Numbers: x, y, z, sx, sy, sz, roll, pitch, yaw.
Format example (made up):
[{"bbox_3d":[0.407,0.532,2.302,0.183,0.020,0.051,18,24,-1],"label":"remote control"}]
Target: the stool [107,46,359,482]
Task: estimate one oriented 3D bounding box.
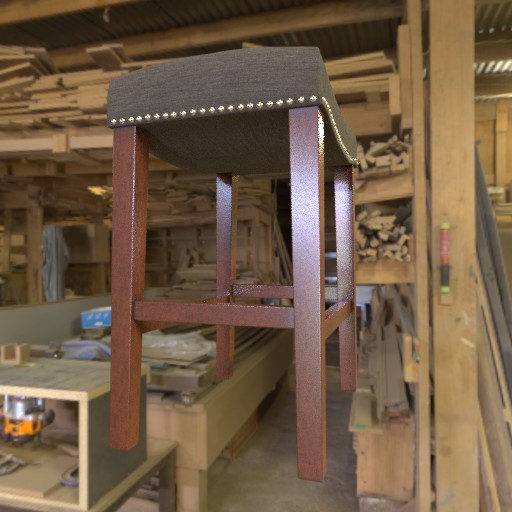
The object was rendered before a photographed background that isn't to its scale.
[{"bbox_3d":[0.000,0.000,0.920,0.372,0.654,0.504,0,0,19],"label":"stool"}]
